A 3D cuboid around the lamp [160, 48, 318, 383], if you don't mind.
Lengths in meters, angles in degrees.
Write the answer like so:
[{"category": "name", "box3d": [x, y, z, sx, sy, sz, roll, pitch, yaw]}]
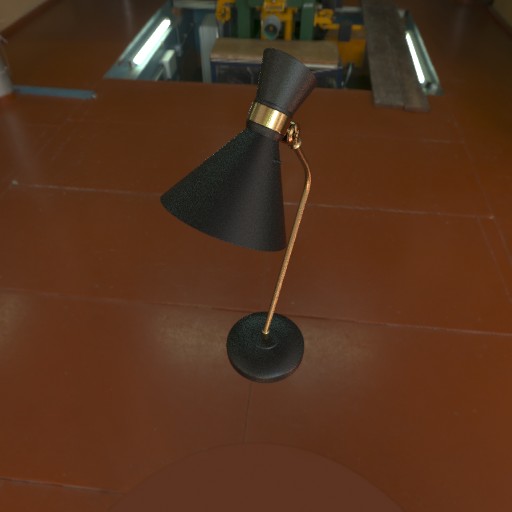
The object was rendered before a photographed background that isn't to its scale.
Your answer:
[{"category": "lamp", "box3d": [0.000, 0.000, 0.754, 0.189, 0.647, 0.292, 31, 53, 27]}]
